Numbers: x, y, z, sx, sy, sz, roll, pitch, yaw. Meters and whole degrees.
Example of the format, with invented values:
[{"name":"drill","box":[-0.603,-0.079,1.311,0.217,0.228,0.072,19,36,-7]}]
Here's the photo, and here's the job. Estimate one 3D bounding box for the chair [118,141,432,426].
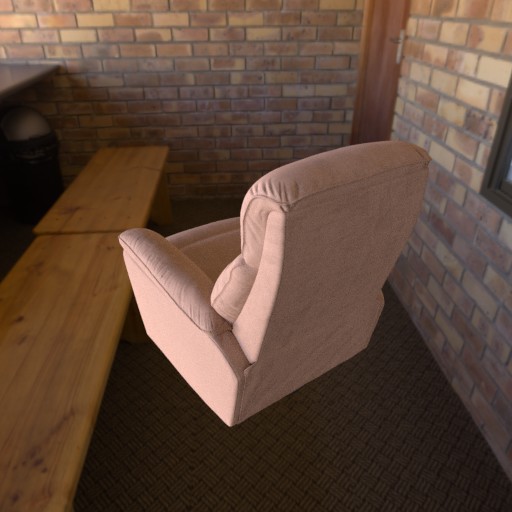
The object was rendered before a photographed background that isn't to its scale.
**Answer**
[{"name":"chair","box":[0.000,0.000,1.734,0.820,1.037,1.004,-20,36,-31]}]
